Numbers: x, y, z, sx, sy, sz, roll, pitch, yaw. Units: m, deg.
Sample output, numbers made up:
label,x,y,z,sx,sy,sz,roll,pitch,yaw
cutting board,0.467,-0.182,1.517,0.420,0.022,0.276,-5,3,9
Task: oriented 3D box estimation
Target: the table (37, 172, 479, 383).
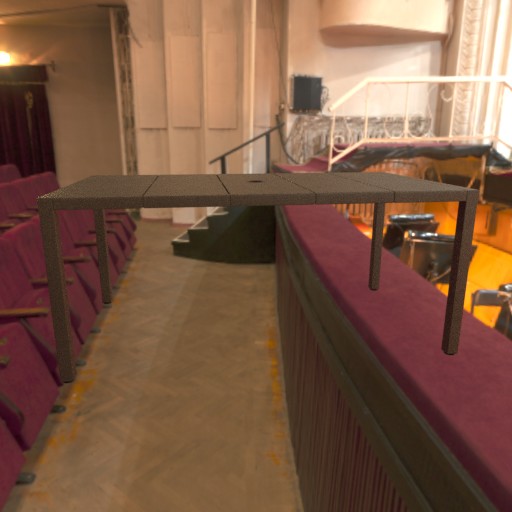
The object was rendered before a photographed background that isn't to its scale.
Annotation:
label,x,y,z,sx,sy,sz,roll,pitch,yaw
table,0.000,0.000,2.194,1.680,0.735,0.914,-2,15,-8
